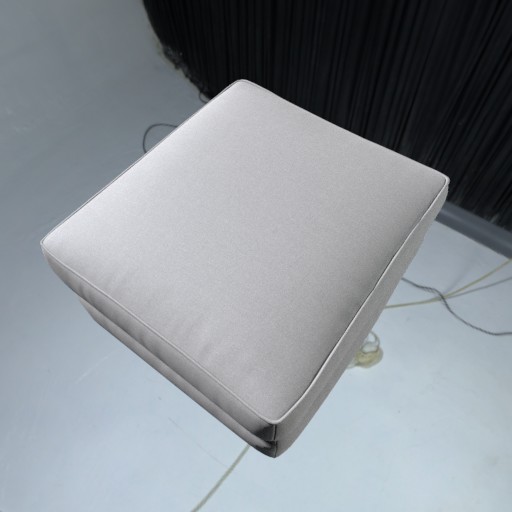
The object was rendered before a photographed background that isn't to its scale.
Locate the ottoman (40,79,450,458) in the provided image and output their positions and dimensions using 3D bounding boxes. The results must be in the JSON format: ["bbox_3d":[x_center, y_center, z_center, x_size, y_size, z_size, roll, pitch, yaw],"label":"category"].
[{"bbox_3d":[0.000,0.000,1.124,0.662,0.505,0.721,32,63,19],"label":"ottoman"}]
